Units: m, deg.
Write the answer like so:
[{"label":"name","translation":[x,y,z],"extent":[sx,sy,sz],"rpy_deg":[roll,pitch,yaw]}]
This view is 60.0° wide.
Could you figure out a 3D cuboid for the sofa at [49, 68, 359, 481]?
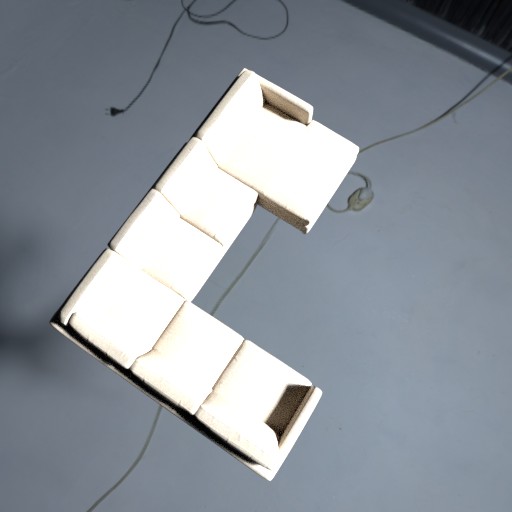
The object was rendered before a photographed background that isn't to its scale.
[{"label":"sofa","translation":[0.000,0.000,4.695],"extent":[2.594,0.961,3.460],"rpy_deg":[32,78,8]}]
